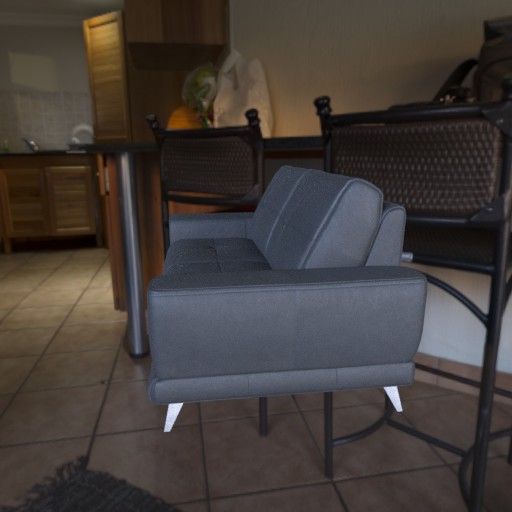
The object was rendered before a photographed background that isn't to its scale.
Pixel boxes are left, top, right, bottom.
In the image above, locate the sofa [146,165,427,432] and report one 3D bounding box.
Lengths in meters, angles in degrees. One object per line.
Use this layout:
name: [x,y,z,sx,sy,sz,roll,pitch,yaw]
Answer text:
sofa: [0.000,0.000,2.370,1.018,0.907,1.806,-2,14,-8]
